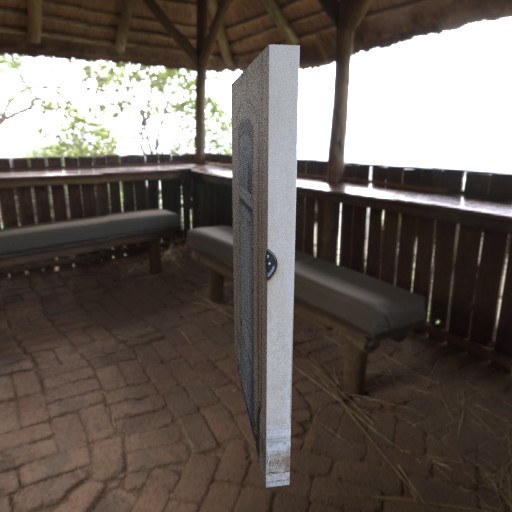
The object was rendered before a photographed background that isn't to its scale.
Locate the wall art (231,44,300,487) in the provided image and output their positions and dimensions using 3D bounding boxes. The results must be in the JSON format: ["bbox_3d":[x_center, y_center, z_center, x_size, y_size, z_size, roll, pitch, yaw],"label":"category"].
[{"bbox_3d":[0.000,0.000,0.777,0.036,0.607,0.403,-2,15,-9],"label":"wall art"}]
